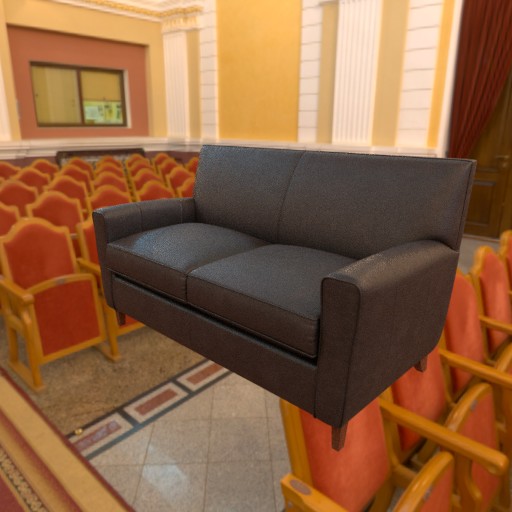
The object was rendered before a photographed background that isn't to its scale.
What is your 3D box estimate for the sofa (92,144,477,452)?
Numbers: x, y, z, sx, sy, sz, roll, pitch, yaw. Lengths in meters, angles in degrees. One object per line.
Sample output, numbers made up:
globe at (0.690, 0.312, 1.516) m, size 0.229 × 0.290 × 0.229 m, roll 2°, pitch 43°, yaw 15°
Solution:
sofa at (0.000, 0.000, 1.938) m, size 1.473 × 0.871 × 0.787 m, roll 15°, pitch 23°, yaw 41°
